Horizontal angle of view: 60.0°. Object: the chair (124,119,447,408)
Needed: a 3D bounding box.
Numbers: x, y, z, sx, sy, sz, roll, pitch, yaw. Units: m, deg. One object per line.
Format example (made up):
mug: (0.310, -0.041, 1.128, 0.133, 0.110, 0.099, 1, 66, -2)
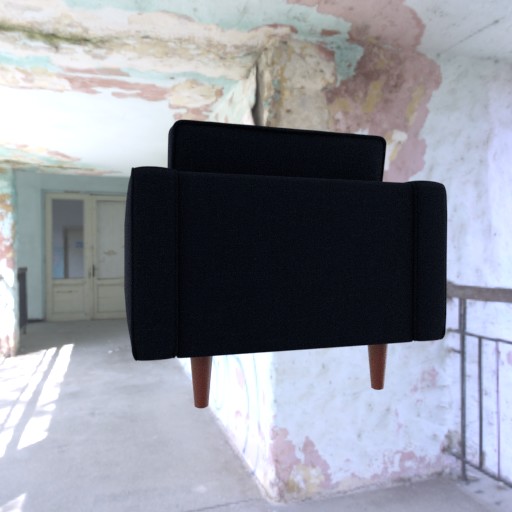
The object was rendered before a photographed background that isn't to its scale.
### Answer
chair: (0.000, 0.000, 1.577, 0.899, 0.770, 0.920, 0, 1, -17)
